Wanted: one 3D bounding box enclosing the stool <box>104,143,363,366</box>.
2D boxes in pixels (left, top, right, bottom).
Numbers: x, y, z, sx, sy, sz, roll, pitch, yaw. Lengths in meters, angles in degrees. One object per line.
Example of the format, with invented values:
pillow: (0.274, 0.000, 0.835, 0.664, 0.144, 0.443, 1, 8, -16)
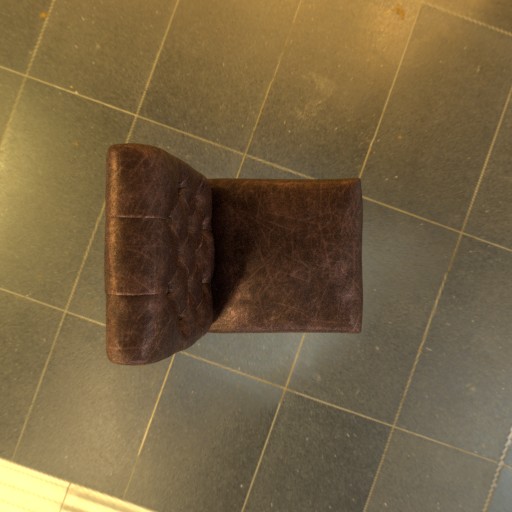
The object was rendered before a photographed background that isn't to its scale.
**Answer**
stool: (0.000, 0.000, 1.487, 0.659, 1.168, 0.483, 0, 90, -1)
